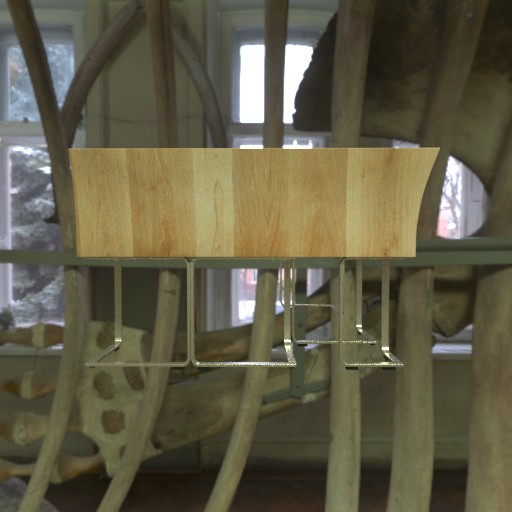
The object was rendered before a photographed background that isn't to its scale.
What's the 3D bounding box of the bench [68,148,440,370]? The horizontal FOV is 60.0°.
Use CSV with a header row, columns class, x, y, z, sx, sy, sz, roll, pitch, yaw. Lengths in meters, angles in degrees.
class,x,y,z,sx,sy,sz,roll,pitch,yaw
bench,0.000,0.000,2.768,1.495,0.930,1.945,0,2,1
